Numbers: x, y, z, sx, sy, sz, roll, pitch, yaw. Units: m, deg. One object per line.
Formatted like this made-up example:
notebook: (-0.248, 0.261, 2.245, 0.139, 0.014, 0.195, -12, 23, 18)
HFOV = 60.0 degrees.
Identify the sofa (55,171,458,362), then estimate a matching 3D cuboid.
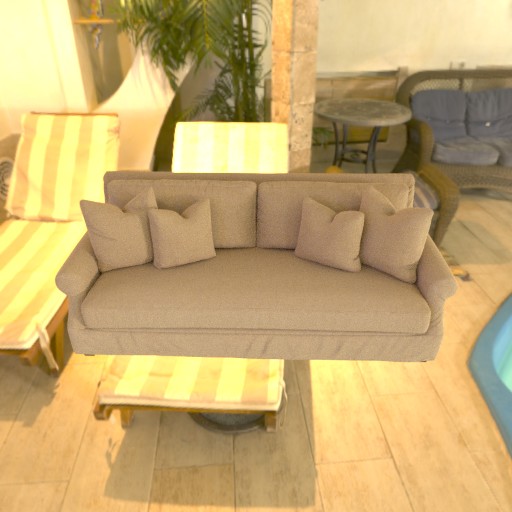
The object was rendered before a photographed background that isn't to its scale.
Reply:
sofa: (0.000, 0.000, 2.858, 2.285, 0.904, 1.067, 1, 31, 1)
